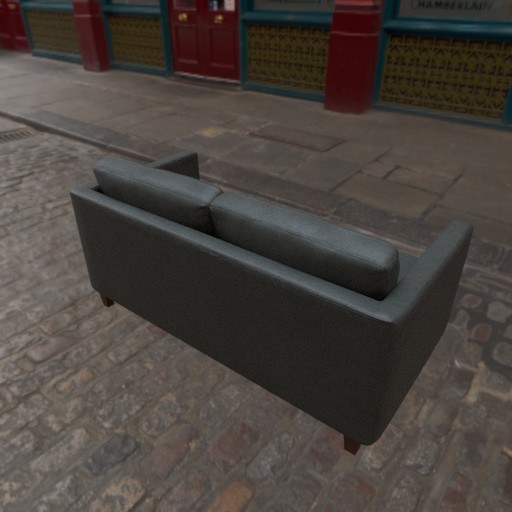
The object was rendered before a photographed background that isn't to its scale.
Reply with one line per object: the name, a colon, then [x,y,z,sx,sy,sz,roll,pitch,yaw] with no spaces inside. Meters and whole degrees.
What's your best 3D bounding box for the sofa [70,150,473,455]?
sofa: [0.000,0.000,2.375,1.883,0.933,0.951,21,37,31]
